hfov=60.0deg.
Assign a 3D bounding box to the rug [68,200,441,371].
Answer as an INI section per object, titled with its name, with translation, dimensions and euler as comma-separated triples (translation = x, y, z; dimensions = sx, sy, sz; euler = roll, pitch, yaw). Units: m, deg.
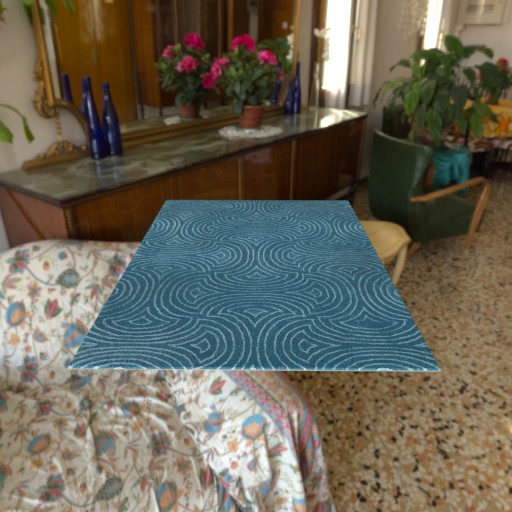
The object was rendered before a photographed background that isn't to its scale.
[rug]
translation = 0.000, 0.000, 2.795
dimensions = 1.543, 0.015, 2.144
euler = 0, 26, 0
